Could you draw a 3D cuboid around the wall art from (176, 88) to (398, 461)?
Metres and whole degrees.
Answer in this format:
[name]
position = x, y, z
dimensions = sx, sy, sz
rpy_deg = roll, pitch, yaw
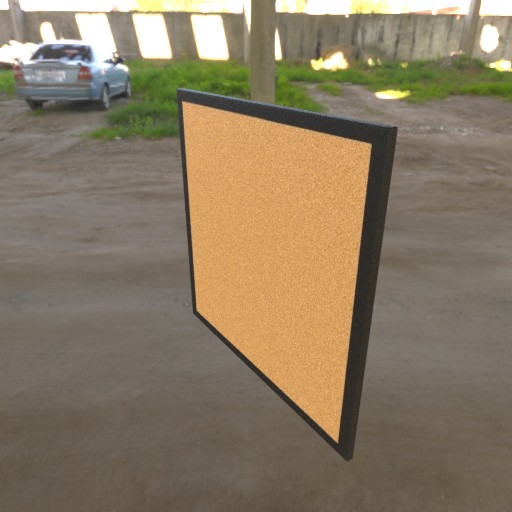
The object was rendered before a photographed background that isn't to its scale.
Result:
[wall art]
position = 0.000, 0.000, 0.997
dimensions = 0.016, 0.659, 0.663
rpy_deg = -17, 31, -31
